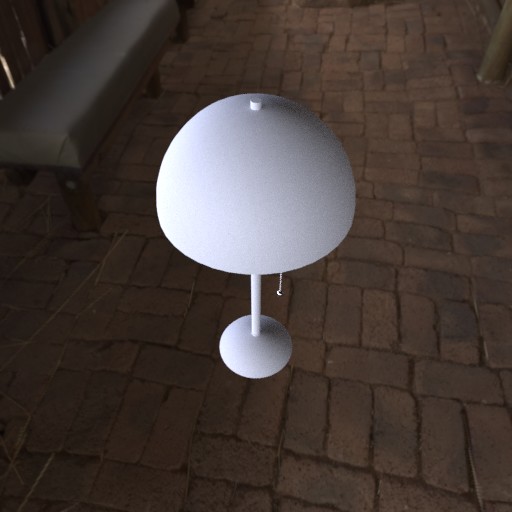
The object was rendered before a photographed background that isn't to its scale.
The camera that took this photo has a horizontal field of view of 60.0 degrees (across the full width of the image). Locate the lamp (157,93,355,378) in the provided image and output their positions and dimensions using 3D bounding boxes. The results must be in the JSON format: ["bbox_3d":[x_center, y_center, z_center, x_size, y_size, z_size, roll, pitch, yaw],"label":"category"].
[{"bbox_3d":[0.000,0.000,0.441,0.171,0.330,0.171,0,47,0],"label":"lamp"}]
